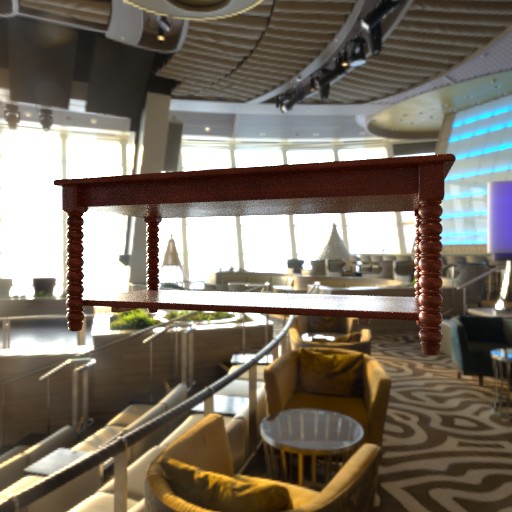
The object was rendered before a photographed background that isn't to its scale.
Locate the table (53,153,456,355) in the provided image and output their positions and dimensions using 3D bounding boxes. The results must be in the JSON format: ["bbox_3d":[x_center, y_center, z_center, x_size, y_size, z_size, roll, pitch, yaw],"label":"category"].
[{"bbox_3d":[0.000,0.000,1.488,1.171,0.485,0.580,0,0,18],"label":"table"}]
